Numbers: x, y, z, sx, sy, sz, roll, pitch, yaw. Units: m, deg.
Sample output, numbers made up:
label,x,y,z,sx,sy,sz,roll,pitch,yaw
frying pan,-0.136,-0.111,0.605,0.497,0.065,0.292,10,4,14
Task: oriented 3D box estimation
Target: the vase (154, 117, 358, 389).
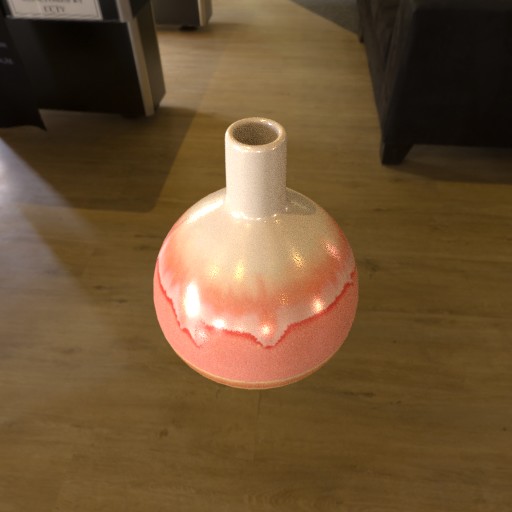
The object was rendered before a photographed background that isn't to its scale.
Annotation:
label,x,y,z,sx,sy,sz,roll,pitch,yaw
vase,0.000,0.000,0.280,0.137,0.176,0.137,0,46,0
